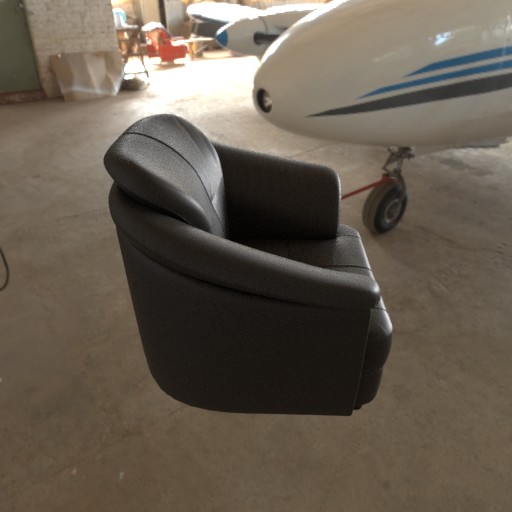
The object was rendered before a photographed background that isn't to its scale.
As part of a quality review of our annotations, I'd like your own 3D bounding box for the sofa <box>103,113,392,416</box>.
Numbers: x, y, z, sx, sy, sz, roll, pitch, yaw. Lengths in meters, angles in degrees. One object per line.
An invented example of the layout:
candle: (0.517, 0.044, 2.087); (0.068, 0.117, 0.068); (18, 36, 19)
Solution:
sofa: (0.000, 0.000, 1.458); (0.794, 0.811, 0.870); (1, 32, 1)
